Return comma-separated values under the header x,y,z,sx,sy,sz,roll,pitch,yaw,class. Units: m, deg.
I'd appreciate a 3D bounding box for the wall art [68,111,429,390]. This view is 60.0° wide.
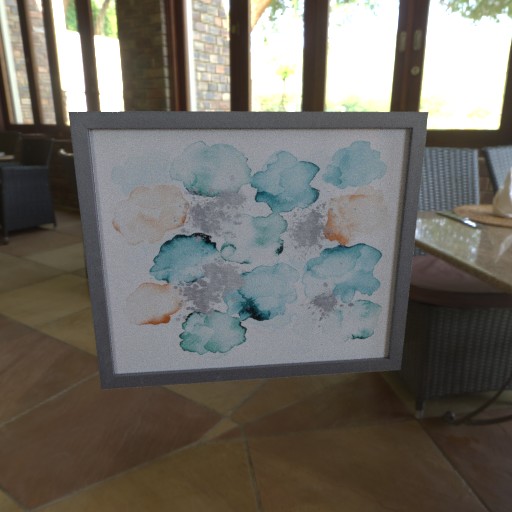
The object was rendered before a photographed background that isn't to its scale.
x,y,z,sx,sy,sz,roll,pitch,yaw,class
0.000,0.000,0.901,0.660,0.558,0.026,-2,17,-7,wall art
